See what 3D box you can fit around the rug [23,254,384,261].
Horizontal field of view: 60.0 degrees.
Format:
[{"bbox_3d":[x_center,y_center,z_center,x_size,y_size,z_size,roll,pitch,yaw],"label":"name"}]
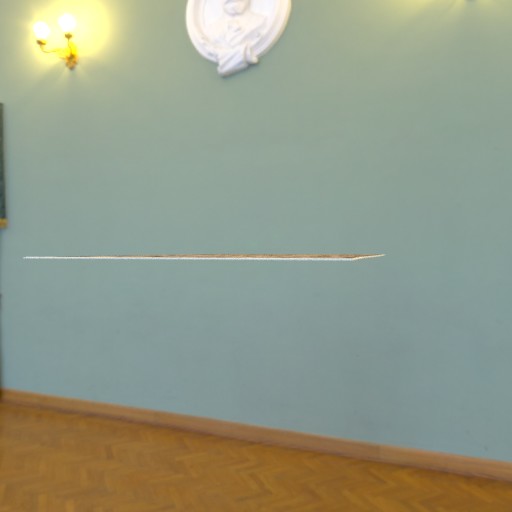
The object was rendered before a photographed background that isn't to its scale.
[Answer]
[{"bbox_3d":[0.000,0.000,2.893,1.522,0.008,2.284,0,1,19],"label":"rug"}]
